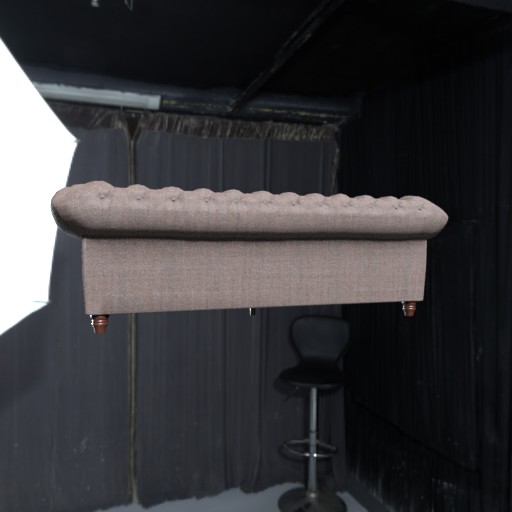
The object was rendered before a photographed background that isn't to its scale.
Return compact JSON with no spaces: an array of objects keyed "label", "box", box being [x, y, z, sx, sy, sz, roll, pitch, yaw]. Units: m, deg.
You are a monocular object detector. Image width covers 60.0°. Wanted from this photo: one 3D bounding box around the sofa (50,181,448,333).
[{"label":"sofa","box":[0.000,0.000,2.878,2.385,0.787,0.944,0,1,-18]}]
